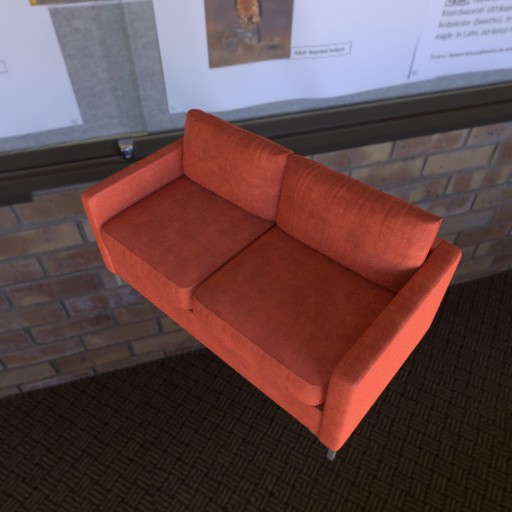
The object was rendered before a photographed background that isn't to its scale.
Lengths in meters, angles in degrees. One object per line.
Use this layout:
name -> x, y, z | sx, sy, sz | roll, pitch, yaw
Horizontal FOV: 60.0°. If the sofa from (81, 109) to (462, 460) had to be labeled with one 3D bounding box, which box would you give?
sofa -> 0.000, 0.000, 2.138 | 1.574, 0.896, 0.864 | 32, 54, 28
